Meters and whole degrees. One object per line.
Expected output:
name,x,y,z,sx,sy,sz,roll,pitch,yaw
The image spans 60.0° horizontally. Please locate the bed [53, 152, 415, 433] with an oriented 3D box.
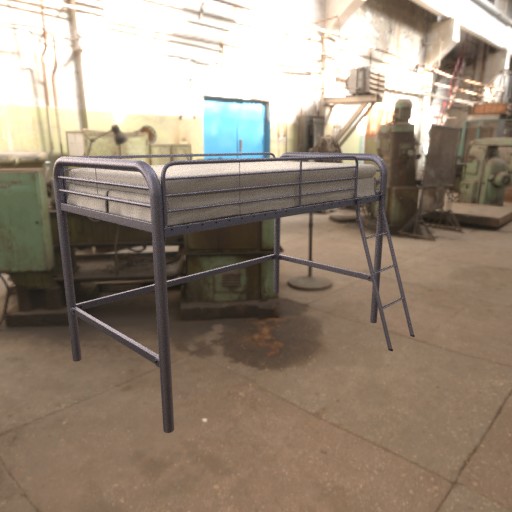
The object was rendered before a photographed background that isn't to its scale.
bed,0.000,0.000,2.906,1.415,1.288,1.965,14,20,43
